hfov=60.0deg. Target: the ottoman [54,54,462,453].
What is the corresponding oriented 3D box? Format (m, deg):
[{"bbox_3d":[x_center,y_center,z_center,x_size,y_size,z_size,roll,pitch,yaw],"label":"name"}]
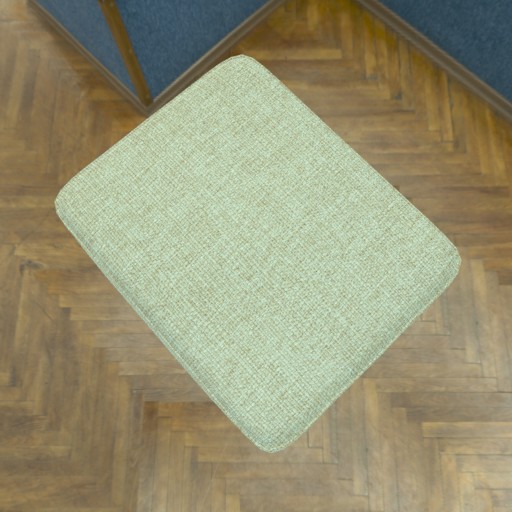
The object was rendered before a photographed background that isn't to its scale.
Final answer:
[{"bbox_3d":[0.000,0.000,1.123,0.589,0.537,0.738,-42,79,-10],"label":"ottoman"}]
